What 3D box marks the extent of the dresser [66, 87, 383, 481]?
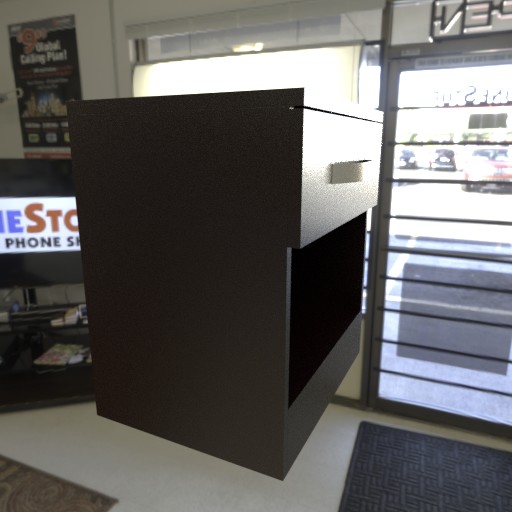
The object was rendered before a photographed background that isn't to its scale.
[{"bbox_3d":[0.000,0.000,0.736,0.360,0.470,0.400,7,16,26],"label":"dresser"}]
